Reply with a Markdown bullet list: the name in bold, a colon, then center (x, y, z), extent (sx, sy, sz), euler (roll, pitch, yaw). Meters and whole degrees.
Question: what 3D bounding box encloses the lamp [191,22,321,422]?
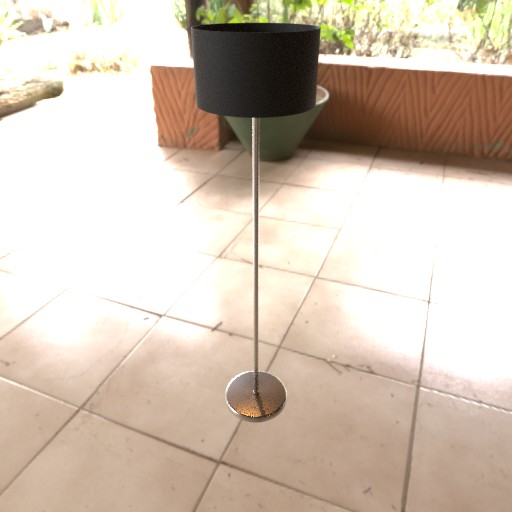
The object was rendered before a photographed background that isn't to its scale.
- **lamp**: center (0.000, 0.000, 1.568), extent (0.348, 1.443, 0.348), euler (11, 33, 18)
